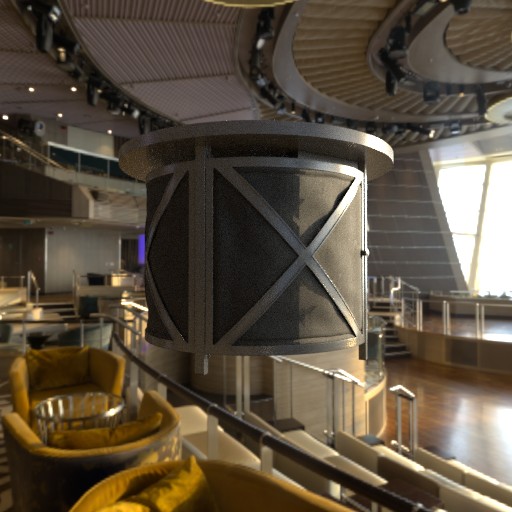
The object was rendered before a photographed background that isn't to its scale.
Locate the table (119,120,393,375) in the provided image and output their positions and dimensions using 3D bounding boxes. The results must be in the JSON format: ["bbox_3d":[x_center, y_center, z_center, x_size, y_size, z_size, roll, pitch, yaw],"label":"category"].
[{"bbox_3d":[0.000,0.000,1.539,0.914,0.650,0.914,0,-1,0],"label":"table"}]
